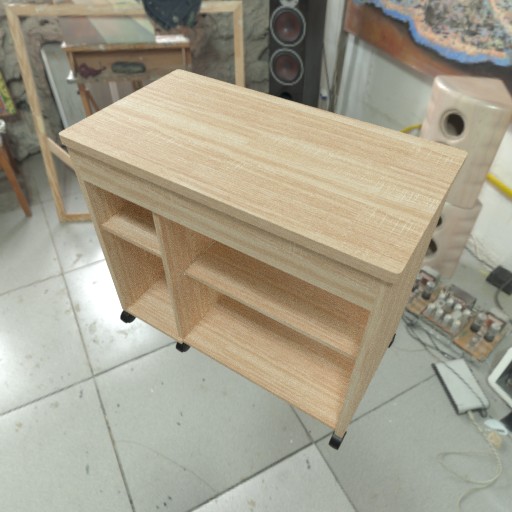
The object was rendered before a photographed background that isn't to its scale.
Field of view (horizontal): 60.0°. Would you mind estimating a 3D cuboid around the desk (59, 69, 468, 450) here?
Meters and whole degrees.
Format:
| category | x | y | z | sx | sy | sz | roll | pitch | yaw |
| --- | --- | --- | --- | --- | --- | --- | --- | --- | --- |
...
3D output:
| category | x | y | z | sx | sy | sz | roll | pitch | yaw |
| --- | --- | --- | --- | --- | --- | --- | --- | --- | --- |
| desk | 0.000 | 0.000 | 1.342 | 0.884 | 0.770 | 0.480 | 24 | 50 | 22 |
